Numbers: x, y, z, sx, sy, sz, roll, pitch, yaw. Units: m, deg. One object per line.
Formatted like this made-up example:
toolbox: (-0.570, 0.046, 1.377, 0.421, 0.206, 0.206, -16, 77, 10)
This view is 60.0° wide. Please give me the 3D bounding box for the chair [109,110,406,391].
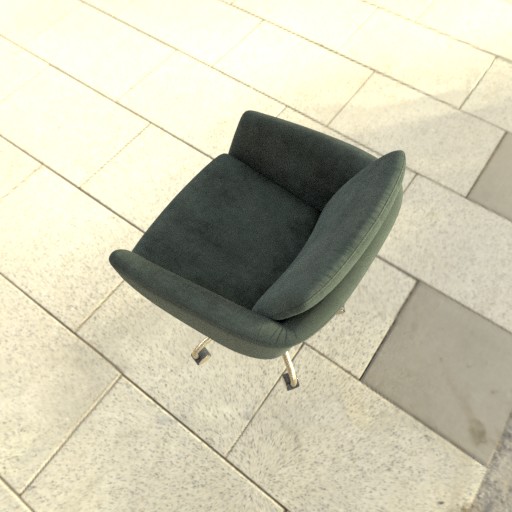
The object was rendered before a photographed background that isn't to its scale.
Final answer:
chair: (0.000, 0.000, 1.360, 0.635, 0.908, 0.641, 31, 67, 15)
